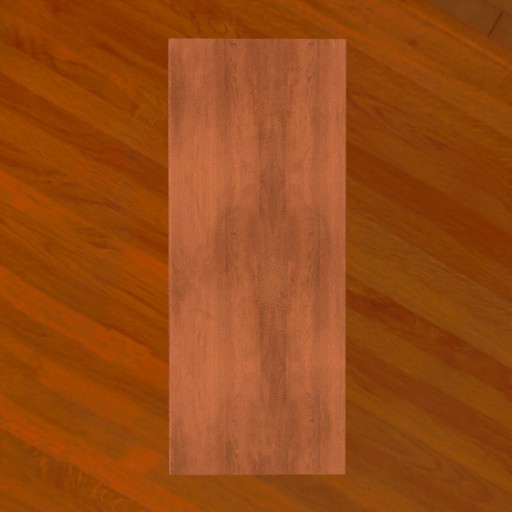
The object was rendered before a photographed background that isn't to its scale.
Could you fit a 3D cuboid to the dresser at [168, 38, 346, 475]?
[{"bbox_3d":[0.000,0.000,1.417,0.404,0.816,0.994,0,91,0],"label":"dresser"}]
